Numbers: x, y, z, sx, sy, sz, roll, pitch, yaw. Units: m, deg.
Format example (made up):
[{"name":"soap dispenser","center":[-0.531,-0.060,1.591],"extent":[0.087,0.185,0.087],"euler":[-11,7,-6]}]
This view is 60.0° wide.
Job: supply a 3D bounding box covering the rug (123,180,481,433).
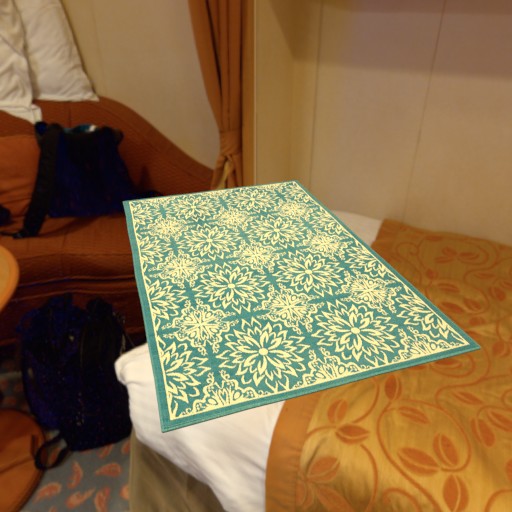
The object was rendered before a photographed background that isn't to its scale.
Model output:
[{"name":"rug","center":[0.000,0.000,3.436],"extent":[1.830,0.018,2.769],"euler":[-10,32,-15]}]
